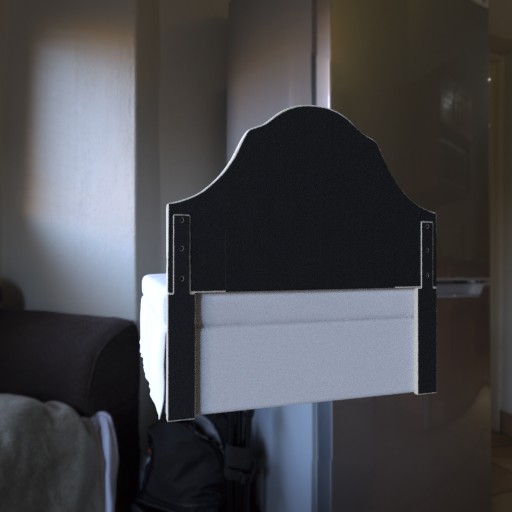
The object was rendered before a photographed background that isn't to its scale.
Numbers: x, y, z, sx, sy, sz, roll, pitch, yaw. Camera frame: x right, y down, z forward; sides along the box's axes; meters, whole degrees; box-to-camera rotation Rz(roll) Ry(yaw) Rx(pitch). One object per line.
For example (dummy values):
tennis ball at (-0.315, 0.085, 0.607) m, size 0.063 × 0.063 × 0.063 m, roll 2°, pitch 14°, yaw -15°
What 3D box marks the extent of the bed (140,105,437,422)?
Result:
bed at (0.000, 0.000, 3.310) m, size 1.627 × 1.575 × 2.092 m, roll 0°, pitch 0°, yaw -17°
